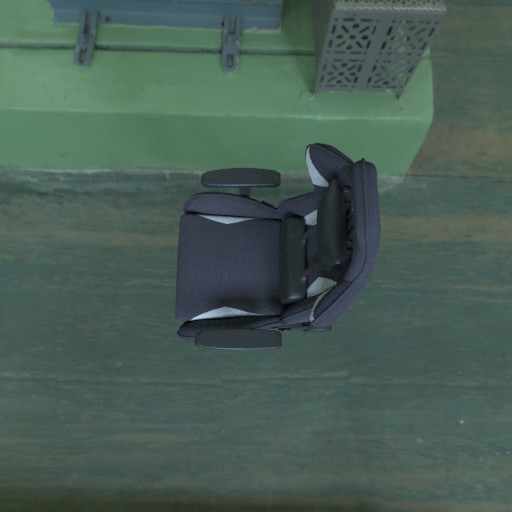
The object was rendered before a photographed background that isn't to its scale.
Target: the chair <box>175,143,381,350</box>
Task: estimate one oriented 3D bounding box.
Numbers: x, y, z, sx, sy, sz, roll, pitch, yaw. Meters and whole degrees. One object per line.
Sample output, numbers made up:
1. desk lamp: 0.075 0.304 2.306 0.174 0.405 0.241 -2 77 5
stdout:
1. chair: 0.000 0.000 1.752 0.695 1.300 0.730 0 76 0
